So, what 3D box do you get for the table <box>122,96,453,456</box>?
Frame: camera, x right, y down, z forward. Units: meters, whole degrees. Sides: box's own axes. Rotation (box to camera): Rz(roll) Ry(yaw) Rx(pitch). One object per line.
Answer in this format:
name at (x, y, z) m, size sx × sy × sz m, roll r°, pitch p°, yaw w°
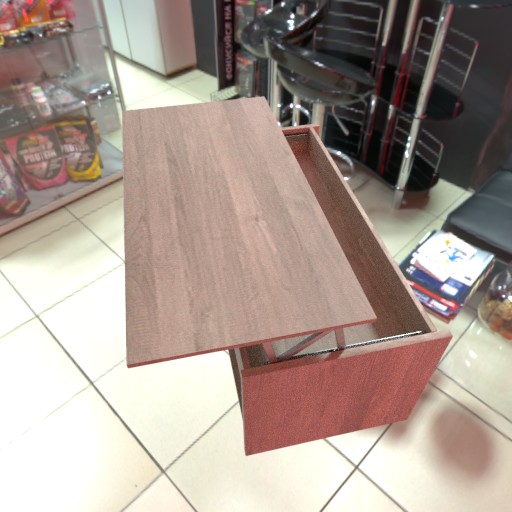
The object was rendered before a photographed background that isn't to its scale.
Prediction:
table at (0.000, 0.000, 1.419) m, size 0.712 × 0.570 × 1.000 m, roll -9°, pitch 46°, yaw -9°
